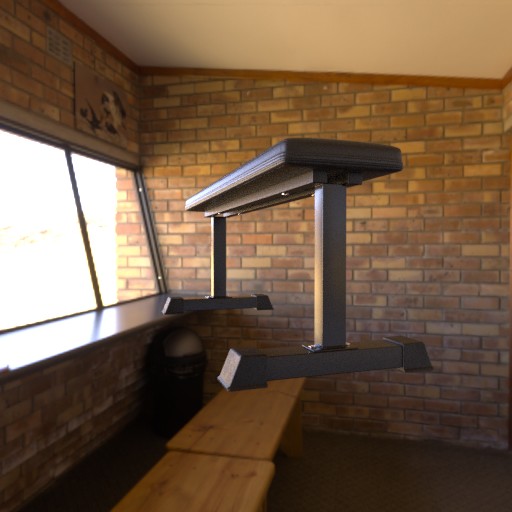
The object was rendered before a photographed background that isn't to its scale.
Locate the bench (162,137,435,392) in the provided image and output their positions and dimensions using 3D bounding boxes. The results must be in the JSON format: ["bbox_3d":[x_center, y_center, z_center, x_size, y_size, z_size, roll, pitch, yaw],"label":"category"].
[{"bbox_3d":[0.000,0.000,1.316,0.439,0.453,1.072,0,1,-18],"label":"bench"}]
